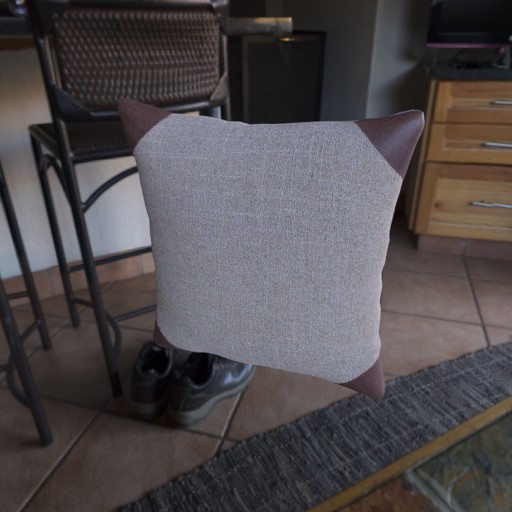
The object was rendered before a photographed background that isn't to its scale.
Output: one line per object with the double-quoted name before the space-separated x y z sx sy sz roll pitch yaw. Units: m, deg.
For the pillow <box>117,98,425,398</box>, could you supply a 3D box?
"pillow" 0.000 0.000 0.684 0.437 0.448 0.147 8 27 16
